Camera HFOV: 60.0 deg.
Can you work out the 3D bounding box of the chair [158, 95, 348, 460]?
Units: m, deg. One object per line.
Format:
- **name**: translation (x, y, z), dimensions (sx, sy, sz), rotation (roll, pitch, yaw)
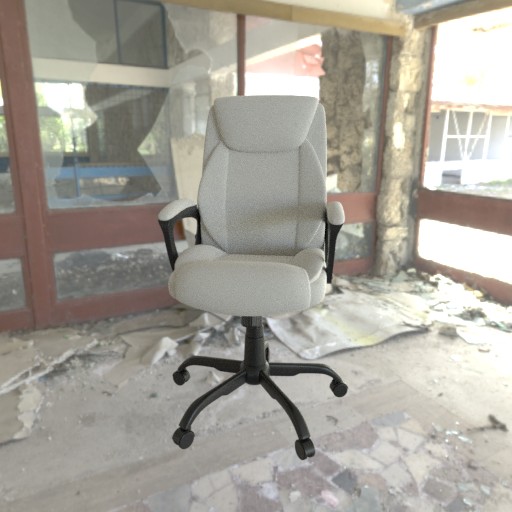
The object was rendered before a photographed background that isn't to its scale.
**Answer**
- **chair**: translation (0.000, 0.000, 1.477), dimensions (0.663, 1.065, 0.669), rotation (2, 15, 8)
